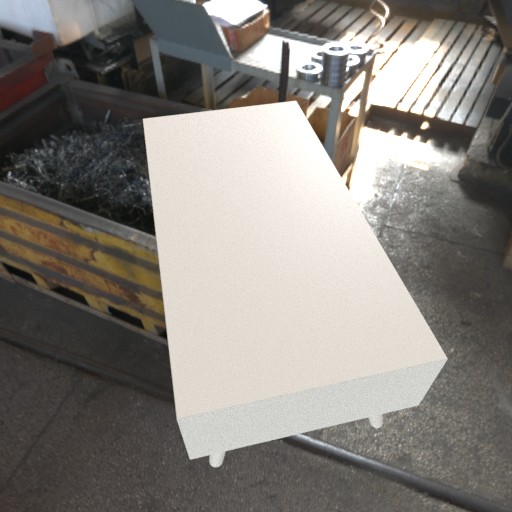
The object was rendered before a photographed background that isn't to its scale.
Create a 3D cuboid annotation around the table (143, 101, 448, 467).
[{"bbox_3d":[0.000,0.000,1.502,0.609,0.432,1.194,-10,48,-9],"label":"table"}]
